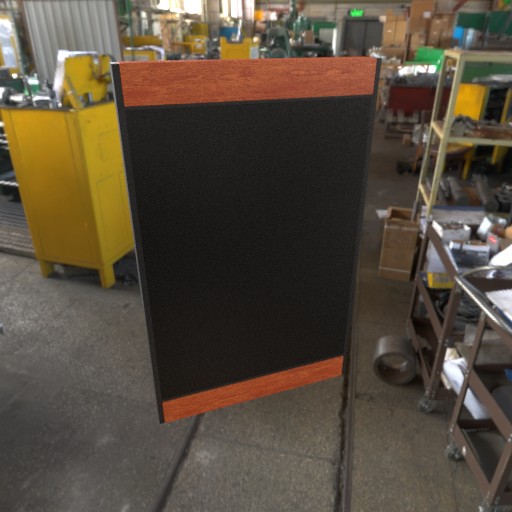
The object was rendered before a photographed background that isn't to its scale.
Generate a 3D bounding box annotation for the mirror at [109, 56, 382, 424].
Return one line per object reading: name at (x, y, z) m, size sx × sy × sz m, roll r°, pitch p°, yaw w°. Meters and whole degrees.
mirror at (0.000, 0.000, 1.015) m, size 0.525 × 0.823 × 0.047 m, roll -9°, pitch 28°, yaw -18°
